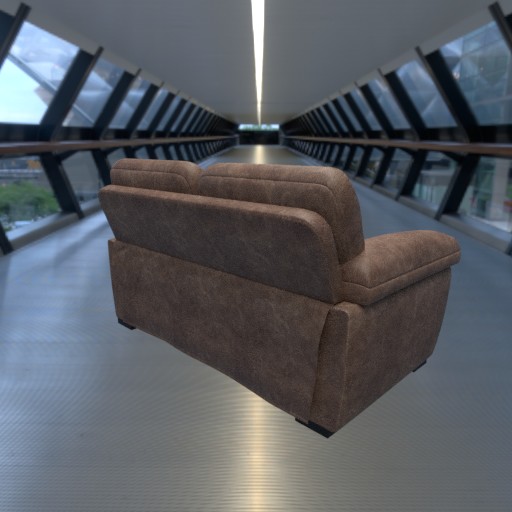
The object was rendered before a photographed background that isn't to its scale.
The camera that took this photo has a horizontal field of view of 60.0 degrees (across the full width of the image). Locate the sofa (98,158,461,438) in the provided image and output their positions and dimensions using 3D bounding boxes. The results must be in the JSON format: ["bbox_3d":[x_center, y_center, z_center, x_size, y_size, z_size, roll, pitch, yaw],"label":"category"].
[{"bbox_3d":[0.000,0.000,2.338,1.753,0.991,0.991,14,19,43],"label":"sofa"}]
